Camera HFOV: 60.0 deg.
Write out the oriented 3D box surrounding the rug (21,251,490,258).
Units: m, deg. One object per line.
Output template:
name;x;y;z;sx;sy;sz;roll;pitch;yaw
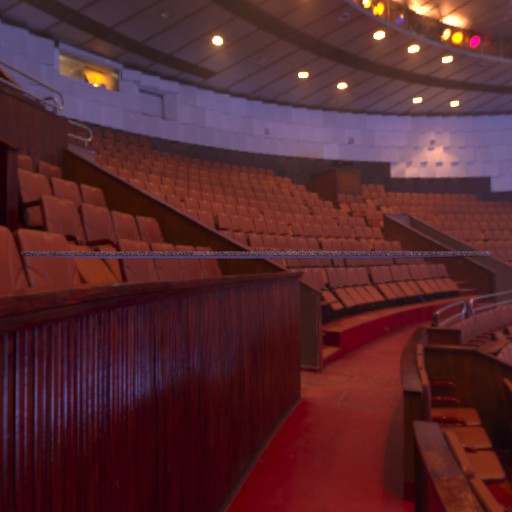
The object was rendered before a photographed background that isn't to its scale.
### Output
rug;0.000;0.000;3.439;2.699;0.026;1.802;0;-1;1
